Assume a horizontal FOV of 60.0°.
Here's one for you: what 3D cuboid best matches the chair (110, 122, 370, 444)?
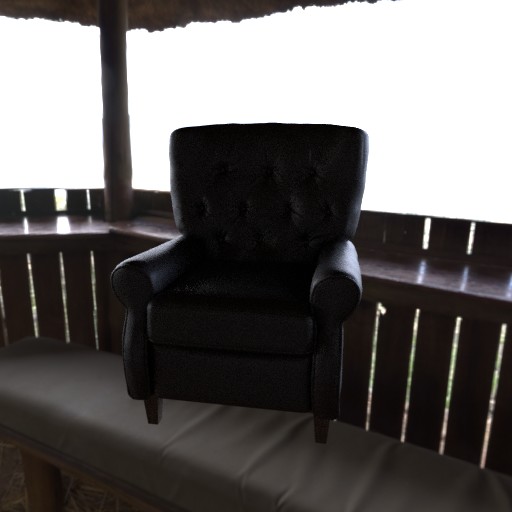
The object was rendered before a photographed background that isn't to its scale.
[{"bbox_3d":[0.000,0.000,1.930,0.948,1.158,1.058,2,14,10],"label":"chair"}]
